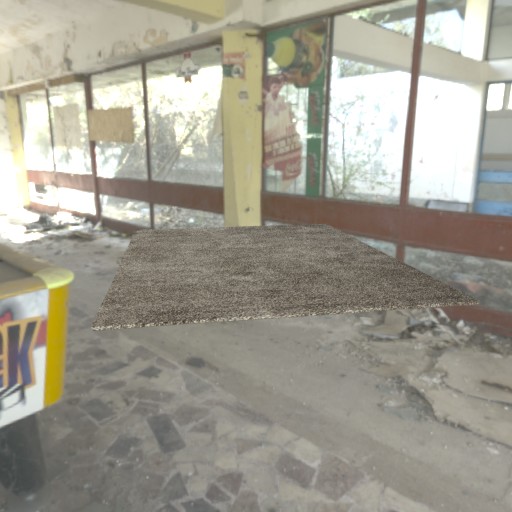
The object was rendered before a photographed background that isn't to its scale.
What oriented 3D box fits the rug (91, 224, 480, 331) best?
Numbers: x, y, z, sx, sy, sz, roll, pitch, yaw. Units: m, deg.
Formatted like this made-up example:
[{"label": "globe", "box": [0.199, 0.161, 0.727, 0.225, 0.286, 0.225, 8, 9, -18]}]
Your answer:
[{"label": "rug", "box": [0.000, 0.000, 4.080, 2.401, 0.025, 3.000, -3, 14, -10]}]
